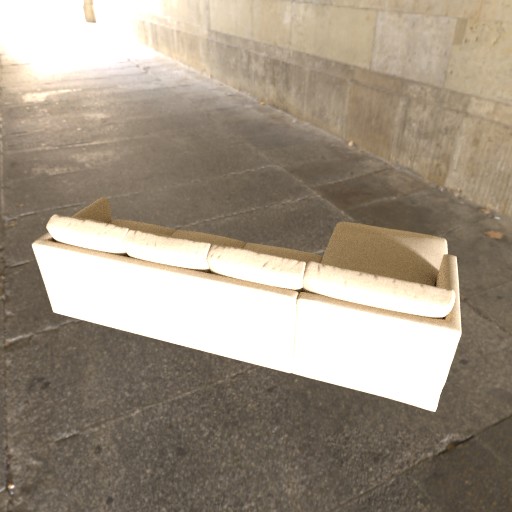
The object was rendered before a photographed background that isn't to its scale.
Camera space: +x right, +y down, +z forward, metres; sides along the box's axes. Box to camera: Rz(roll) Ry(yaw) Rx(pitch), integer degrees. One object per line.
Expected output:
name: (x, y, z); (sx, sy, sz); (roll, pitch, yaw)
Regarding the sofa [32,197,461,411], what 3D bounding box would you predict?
sofa: (0.000, 0.000, 3.850); (3.205, 0.922, 1.650); (11, 34, 16)
